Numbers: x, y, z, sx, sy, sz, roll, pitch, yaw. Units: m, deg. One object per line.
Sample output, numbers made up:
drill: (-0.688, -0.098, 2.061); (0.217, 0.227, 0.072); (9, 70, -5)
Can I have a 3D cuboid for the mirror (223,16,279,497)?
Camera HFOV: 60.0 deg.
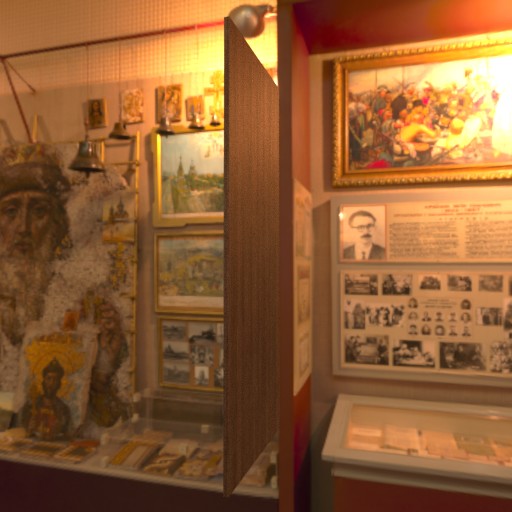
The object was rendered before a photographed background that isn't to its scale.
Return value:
mirror: (0.000, 0.000, 2.262); (0.025, 2.032, 0.812); (0, -1, 18)
